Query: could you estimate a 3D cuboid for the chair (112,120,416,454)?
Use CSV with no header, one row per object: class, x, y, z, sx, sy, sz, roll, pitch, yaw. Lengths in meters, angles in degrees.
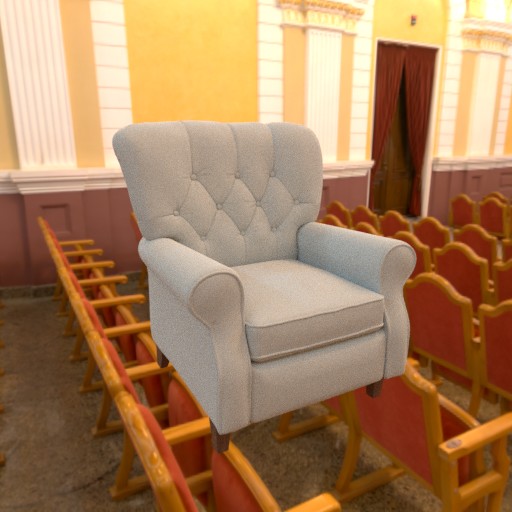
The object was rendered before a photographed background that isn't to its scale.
chair,0.000,0.000,2.044,1.090,1.217,1.128,-8,17,-28
